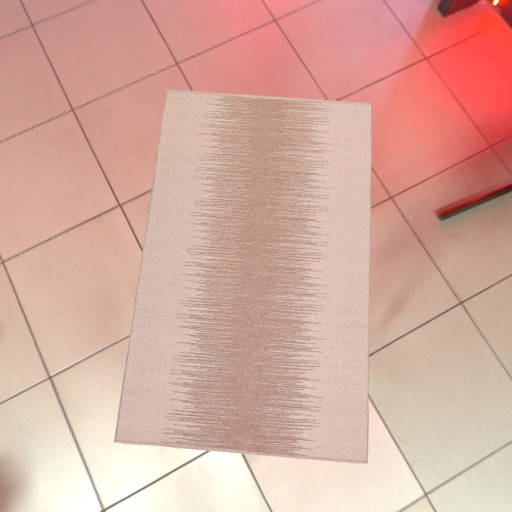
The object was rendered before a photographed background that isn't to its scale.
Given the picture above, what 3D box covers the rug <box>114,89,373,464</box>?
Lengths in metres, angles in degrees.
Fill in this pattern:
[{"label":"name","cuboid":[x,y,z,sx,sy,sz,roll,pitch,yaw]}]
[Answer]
[{"label":"rug","cuboid":[0.000,0.000,2.948,1.522,0.012,2.440,4,75,1]}]
